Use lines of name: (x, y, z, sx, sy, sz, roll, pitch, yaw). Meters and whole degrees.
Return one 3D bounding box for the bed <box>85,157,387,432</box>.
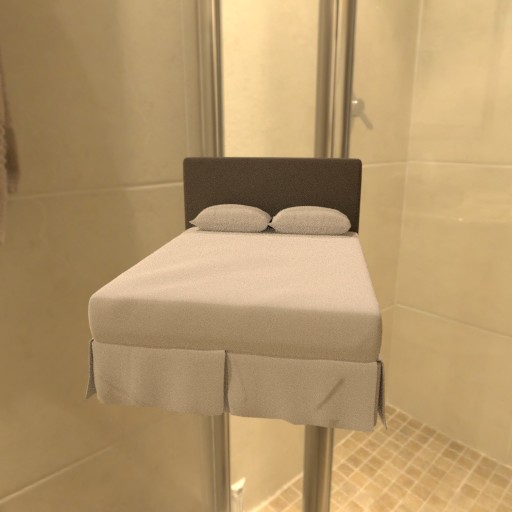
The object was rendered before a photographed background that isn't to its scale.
bed: (0.000, 0.000, 3.271, 1.723, 1.330, 2.142, 2, 15, 9)
